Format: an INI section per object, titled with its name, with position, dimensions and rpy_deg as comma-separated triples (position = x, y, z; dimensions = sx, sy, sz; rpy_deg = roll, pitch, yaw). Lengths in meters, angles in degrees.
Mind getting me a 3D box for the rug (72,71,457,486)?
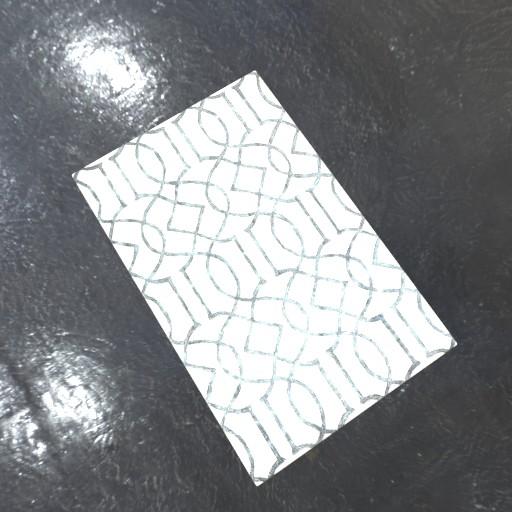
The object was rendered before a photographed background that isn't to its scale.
[rug]
position = 0.000, 0.000, 2.947
dimensions = 1.521, 0.017, 2.365
rpy_deg = -32, 79, -7
